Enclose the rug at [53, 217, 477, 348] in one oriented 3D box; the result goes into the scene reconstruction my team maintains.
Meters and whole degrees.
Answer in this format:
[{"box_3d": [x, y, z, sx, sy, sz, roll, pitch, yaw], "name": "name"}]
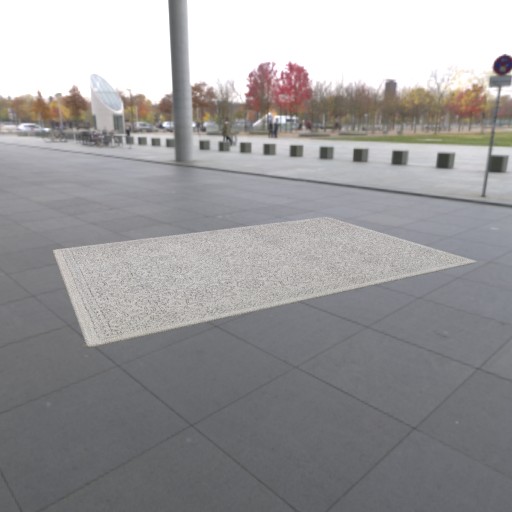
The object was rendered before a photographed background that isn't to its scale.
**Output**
[{"box_3d": [0.000, 0.000, 2.854, 2.286, 0.011, 1.524, -9, 19, -27], "name": "rug"}]
